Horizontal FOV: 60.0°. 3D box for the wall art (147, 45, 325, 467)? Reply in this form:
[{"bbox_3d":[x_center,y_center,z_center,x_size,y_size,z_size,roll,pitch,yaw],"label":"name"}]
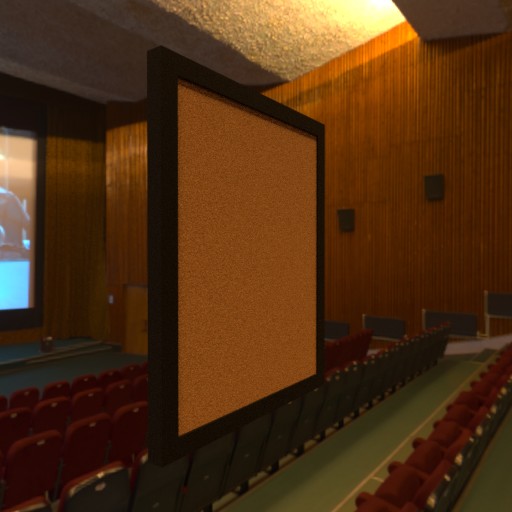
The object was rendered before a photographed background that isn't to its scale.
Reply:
[{"bbox_3d":[0.000,0.000,0.778,0.029,0.559,0.457,0,1,37],"label":"wall art"}]
